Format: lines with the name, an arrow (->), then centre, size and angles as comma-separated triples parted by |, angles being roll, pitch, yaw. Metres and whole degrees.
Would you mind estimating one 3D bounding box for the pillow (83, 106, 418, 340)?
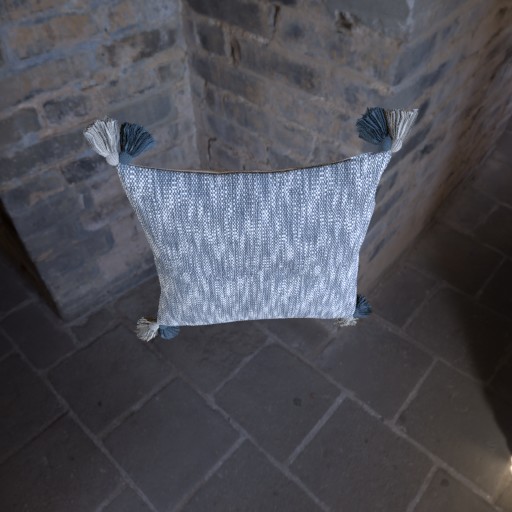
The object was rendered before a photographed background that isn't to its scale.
pillow -> 0.000, 0.000, 0.928 | 0.614, 0.634, 0.138 | -3, 47, -3
